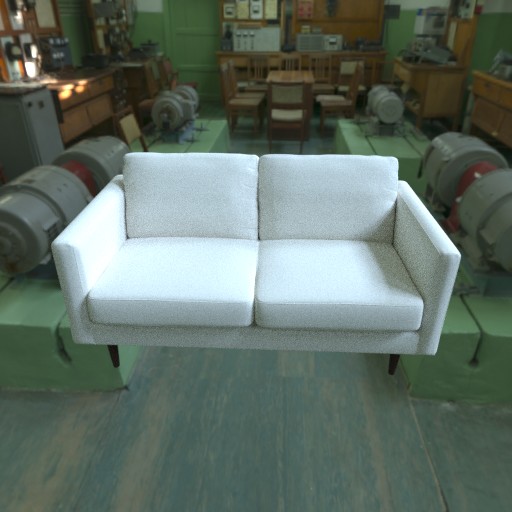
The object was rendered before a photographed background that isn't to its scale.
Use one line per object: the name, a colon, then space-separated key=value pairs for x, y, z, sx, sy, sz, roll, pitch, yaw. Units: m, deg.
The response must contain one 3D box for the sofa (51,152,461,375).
sofa: x=0.000 y=0.000 z=2.298 sx=1.713 sy=0.893 sz=0.940 roll=1 pitch=29 yaw=2
